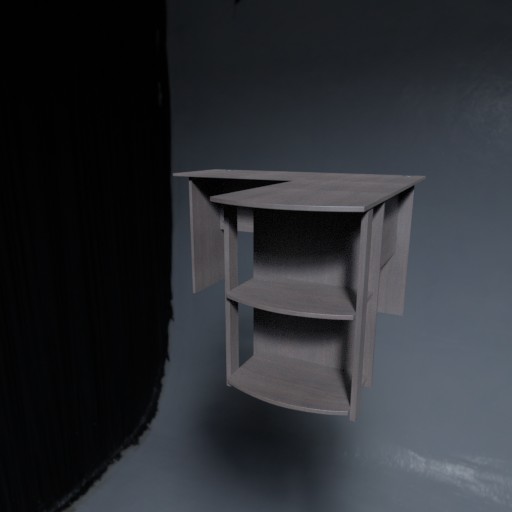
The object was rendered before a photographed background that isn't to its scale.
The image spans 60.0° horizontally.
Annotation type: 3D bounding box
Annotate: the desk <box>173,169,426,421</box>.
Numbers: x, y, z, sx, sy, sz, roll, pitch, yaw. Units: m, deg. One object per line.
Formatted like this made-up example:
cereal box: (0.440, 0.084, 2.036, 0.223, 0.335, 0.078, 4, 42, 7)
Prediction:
desk: (0.000, 0.000, 2.116, 1.303, 0.716, 1.361, 7, 16, 26)
